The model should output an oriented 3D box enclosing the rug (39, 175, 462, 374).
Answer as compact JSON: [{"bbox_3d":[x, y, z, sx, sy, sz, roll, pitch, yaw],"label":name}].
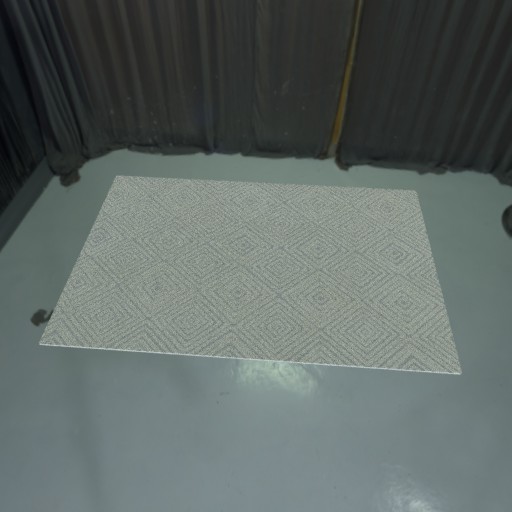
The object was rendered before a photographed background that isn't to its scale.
[{"bbox_3d":[0.000,0.000,2.209,1.753,0.008,1.143,3,48,3],"label":"rug"}]
